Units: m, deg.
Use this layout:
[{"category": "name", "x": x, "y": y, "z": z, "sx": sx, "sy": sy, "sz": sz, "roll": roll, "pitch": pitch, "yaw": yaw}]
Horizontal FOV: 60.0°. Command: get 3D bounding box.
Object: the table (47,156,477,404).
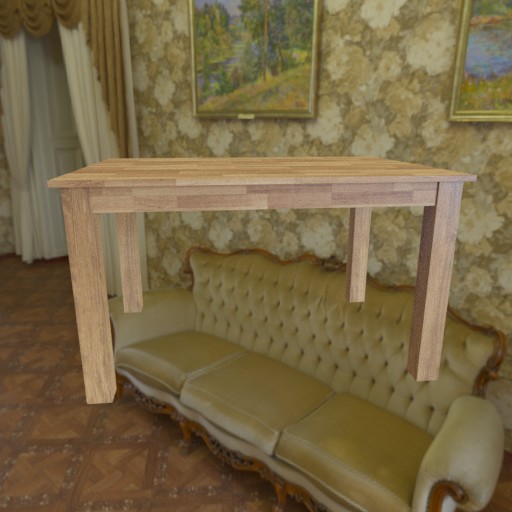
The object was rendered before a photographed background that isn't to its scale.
[{"category": "table", "x": 0.000, "y": 0.000, "z": 1.862, "sx": 1.300, "sy": 0.750, "sz": 0.900, "roll": -2, "pitch": 16, "yaw": -7}]
